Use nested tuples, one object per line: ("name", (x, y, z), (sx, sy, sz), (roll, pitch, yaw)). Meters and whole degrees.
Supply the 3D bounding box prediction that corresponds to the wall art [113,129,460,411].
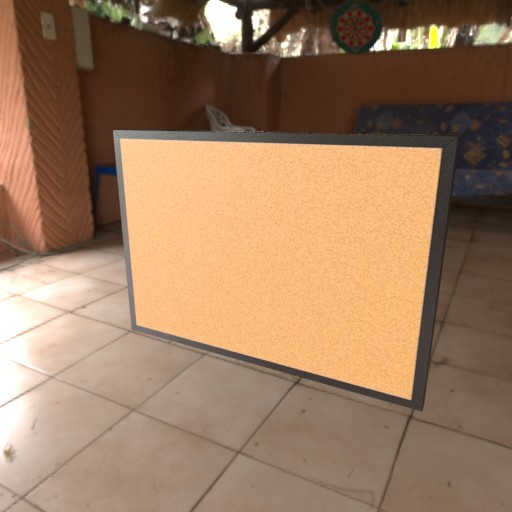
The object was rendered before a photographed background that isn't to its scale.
("wall art", (0.000, 0.000, 0.848), (0.657, 0.458, 0.027), (9, 20, 26))
